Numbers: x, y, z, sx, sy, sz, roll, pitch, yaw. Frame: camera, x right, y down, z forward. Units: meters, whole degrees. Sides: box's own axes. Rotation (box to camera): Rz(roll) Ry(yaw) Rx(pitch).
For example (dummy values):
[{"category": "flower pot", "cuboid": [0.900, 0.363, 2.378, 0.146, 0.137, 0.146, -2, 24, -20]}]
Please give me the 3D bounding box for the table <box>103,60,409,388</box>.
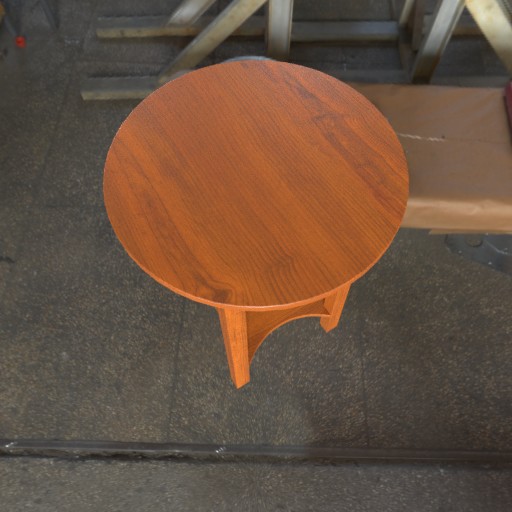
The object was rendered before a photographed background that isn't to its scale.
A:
[{"category": "table", "cuboid": [0.000, 0.000, 0.940, 0.457, 0.610, 0.457, 0, 63, 0]}]
